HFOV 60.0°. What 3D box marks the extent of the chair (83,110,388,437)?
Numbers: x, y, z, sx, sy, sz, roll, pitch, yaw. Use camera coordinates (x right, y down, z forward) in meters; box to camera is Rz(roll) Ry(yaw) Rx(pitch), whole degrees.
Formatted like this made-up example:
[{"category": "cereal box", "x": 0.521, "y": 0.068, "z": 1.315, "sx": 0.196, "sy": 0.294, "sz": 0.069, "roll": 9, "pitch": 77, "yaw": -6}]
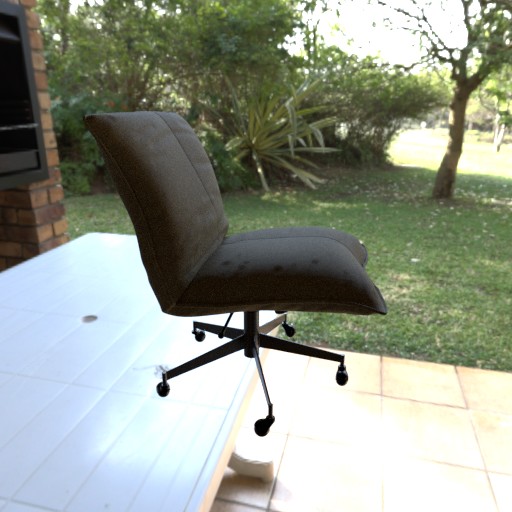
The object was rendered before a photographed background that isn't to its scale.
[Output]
[{"category": "chair", "x": 0.000, "y": 0.000, "z": 1.299, "sx": 0.696, "sy": 0.811, "sz": 0.597, "roll": 3, "pitch": 18, "yaw": 8}]
